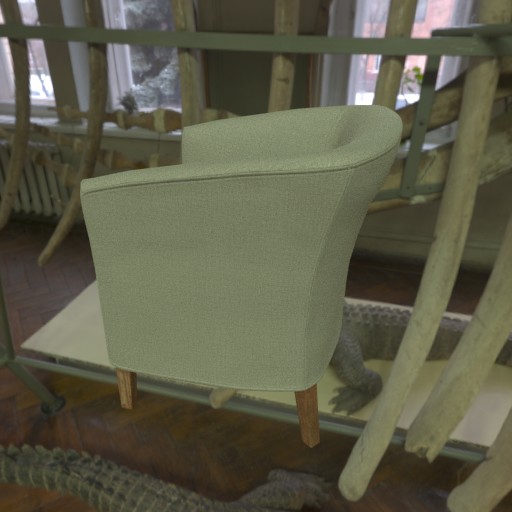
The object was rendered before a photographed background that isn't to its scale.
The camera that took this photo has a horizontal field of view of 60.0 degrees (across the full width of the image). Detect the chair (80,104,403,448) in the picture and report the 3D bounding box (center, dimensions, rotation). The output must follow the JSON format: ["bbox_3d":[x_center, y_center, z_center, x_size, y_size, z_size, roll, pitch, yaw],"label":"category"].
[{"bbox_3d":[0.000,0.000,1.227,0.668,0.771,0.600,7,29,13],"label":"chair"}]
